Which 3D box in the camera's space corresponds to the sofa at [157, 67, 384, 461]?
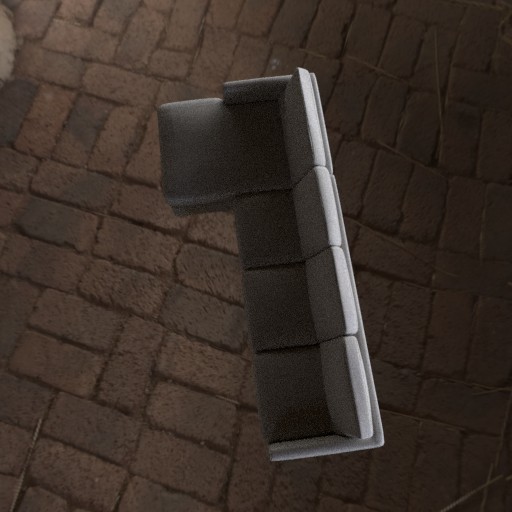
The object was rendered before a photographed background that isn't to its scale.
[{"bbox_3d":[0.000,0.000,3.808,1.502,0.876,3.201,-7,75,-2],"label":"sofa"}]
